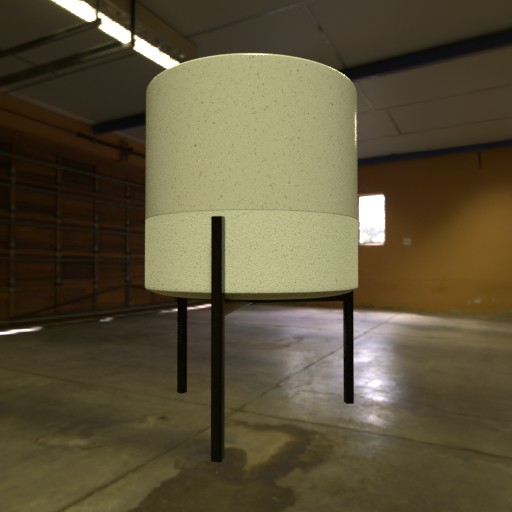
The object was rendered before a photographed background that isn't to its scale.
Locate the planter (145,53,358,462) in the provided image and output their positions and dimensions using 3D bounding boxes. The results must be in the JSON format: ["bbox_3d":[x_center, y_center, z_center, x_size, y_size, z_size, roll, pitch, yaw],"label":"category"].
[{"bbox_3d":[0.000,0.000,0.327,0.159,0.230,0.152,0,-1,-18],"label":"planter"}]
